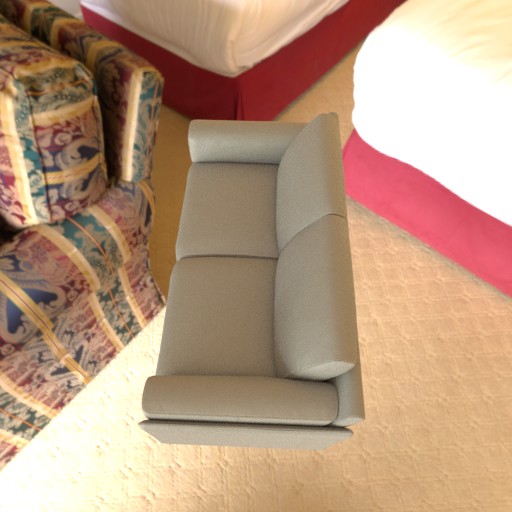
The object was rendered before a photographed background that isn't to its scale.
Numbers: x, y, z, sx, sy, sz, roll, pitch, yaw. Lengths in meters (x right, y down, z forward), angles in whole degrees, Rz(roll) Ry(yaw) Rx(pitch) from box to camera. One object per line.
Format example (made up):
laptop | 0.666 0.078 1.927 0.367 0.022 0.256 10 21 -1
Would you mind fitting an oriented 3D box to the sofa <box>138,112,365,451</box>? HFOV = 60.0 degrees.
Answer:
sofa | 0.000 0.000 2.709 1.049 0.930 2.101 2 58 1
